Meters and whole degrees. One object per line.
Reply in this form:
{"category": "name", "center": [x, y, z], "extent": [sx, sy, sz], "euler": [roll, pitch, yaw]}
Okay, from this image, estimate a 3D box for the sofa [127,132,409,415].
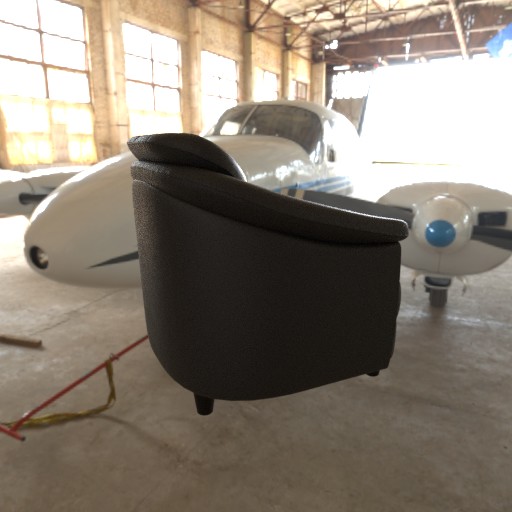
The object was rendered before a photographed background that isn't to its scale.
{"category": "sofa", "center": [0.000, 0.000, 1.547], "extent": [0.794, 0.811, 0.870], "euler": [-7, 15, -26]}
